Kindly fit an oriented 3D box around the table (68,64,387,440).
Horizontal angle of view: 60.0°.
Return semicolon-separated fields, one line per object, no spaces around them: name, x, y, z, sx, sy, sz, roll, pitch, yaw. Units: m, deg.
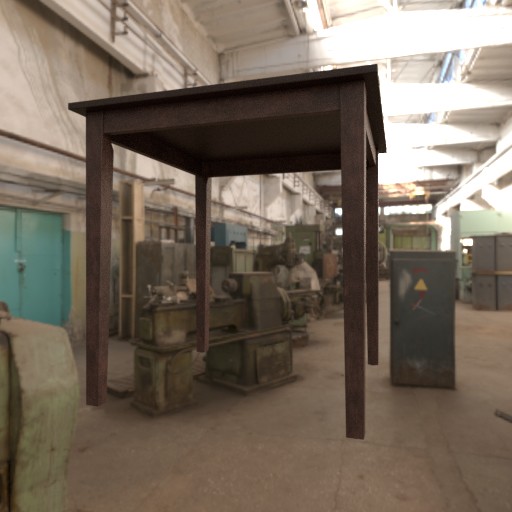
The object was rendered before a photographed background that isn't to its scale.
table;0.000;0.000;1.354;0.749;0.770;0.749;0;0;18
